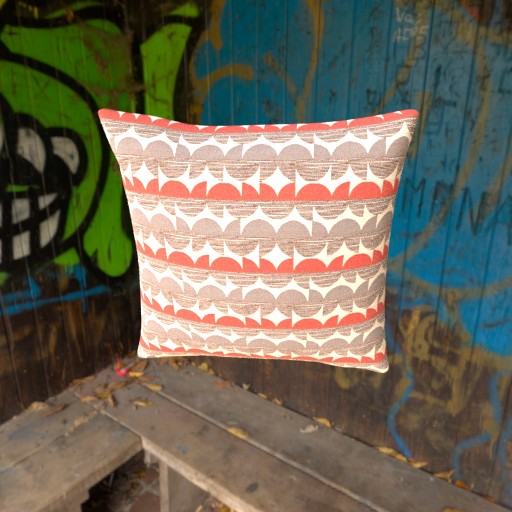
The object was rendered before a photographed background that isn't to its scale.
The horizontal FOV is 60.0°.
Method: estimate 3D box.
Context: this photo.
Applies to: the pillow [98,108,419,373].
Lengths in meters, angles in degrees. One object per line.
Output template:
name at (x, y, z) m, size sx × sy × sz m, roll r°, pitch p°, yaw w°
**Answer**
pillow at (0.000, 0.000, 0.649) m, size 0.420 × 0.410 × 0.180 m, roll 3°, pitch 19°, yaw 8°
